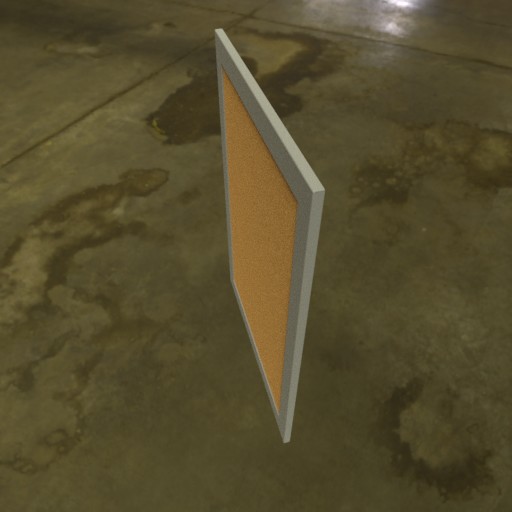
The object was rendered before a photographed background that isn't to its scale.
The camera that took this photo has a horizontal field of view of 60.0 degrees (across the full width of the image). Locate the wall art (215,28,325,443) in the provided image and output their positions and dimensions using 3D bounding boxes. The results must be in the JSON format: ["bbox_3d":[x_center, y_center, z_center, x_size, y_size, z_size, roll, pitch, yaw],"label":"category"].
[{"bbox_3d":[0.000,0.000,0.676,0.012,0.529,0.374,-12,47,-11],"label":"wall art"}]
